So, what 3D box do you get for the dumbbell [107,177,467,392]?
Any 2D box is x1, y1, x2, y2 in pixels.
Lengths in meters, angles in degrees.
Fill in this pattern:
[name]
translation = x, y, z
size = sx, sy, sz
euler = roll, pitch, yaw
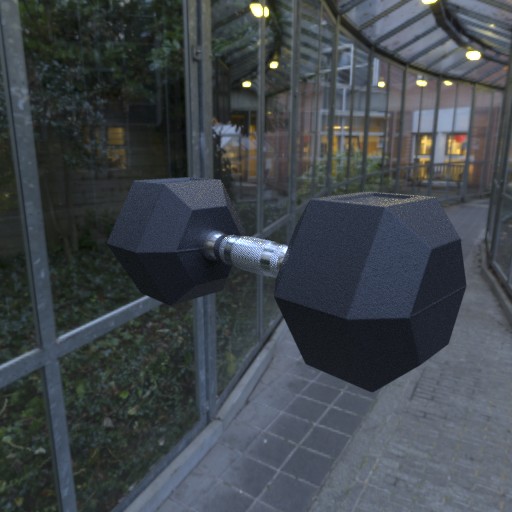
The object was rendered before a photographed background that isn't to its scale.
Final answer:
[dumbbell]
translation = 0.000, 0.000, 0.400
size = 0.142, 0.123, 0.337
euler = -14, 19, -43
